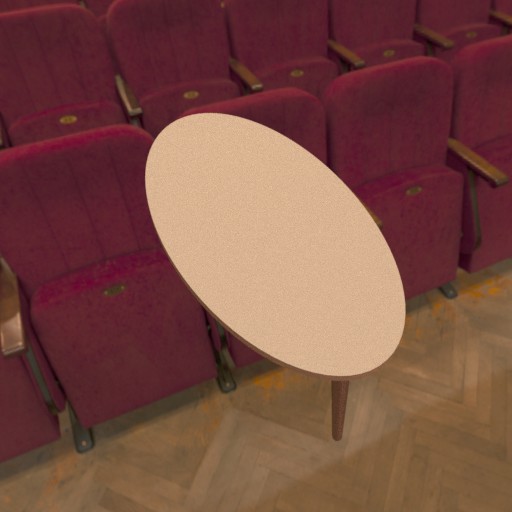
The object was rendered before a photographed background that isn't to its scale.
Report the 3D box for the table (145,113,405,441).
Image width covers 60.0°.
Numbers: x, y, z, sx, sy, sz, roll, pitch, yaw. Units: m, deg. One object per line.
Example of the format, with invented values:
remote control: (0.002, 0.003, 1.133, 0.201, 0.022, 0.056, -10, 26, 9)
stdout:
table: (0.000, 0.000, 1.335, 0.542, 0.390, 1.083, -18, 48, -17)
